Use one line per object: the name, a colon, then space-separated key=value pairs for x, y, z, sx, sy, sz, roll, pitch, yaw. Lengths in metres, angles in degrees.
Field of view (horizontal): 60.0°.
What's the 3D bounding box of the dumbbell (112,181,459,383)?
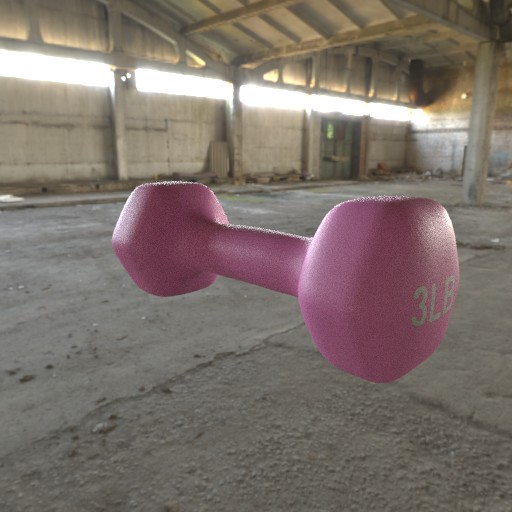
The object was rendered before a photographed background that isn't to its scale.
dumbbell: x=0.000 y=0.000 z=0.190 sx=0.064 sy=0.058 sz=0.159 roll=-12 pitch=17 yaw=-43
